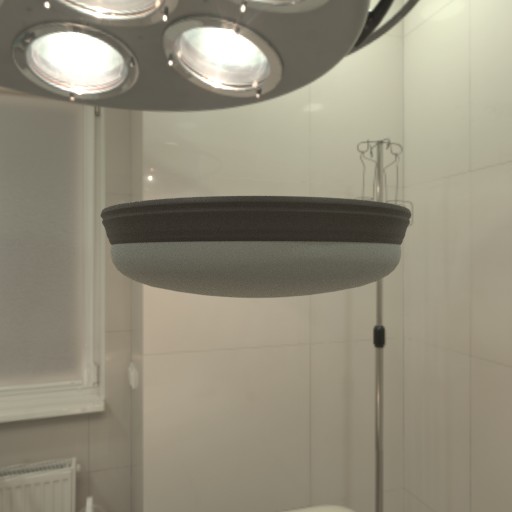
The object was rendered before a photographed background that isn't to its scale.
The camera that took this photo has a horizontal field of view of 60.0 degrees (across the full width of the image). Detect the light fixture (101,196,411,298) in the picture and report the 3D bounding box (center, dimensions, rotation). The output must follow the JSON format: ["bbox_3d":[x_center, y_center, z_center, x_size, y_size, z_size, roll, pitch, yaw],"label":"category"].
[{"bbox_3d":[0.000,0.000,0.556,0.368,0.100,0.368,0,0,0],"label":"light fixture"}]
